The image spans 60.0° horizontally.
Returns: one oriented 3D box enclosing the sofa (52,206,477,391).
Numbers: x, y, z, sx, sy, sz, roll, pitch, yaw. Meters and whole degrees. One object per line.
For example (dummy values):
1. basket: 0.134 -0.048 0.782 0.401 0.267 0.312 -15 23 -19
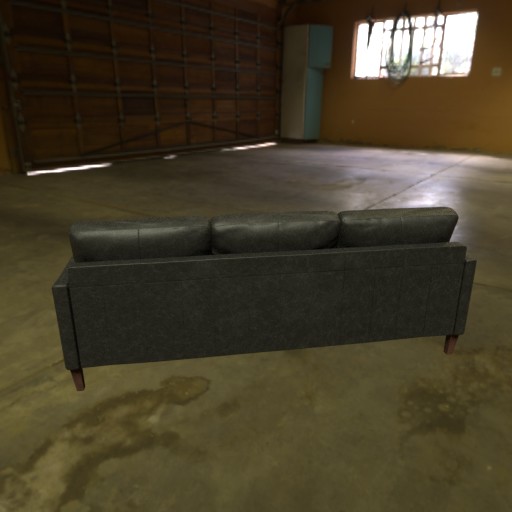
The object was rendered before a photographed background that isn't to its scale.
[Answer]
1. sofa: 0.000 0.000 2.951 2.178 0.876 1.497 -3 19 -9
